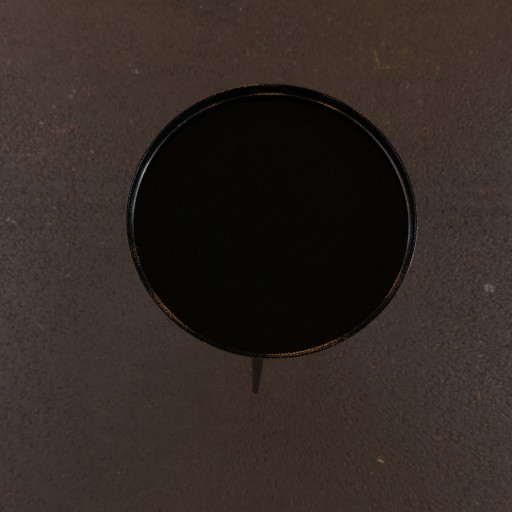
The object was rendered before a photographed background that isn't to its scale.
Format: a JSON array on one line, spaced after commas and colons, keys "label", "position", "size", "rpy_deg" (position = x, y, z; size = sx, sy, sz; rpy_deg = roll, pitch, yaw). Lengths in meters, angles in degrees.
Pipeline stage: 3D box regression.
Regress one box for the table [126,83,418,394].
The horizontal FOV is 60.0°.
[{"label": "table", "position": [0.000, 0.000, 0.828], "size": [0.415, 0.548, 0.403], "rpy_deg": [38, 78, 9]}]
